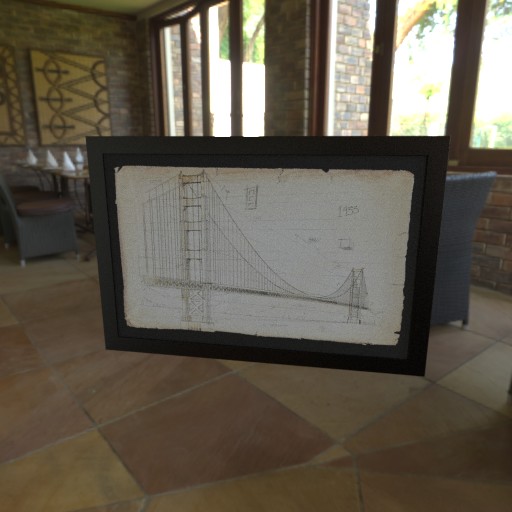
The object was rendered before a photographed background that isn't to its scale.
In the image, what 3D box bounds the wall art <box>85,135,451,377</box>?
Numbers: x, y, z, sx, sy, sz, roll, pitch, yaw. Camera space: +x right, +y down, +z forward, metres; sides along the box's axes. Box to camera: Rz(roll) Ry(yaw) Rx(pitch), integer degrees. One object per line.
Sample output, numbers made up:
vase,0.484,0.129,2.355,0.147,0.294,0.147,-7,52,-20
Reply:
wall art,0.000,0.000,0.855,0.660,0.447,0.013,3,15,10
